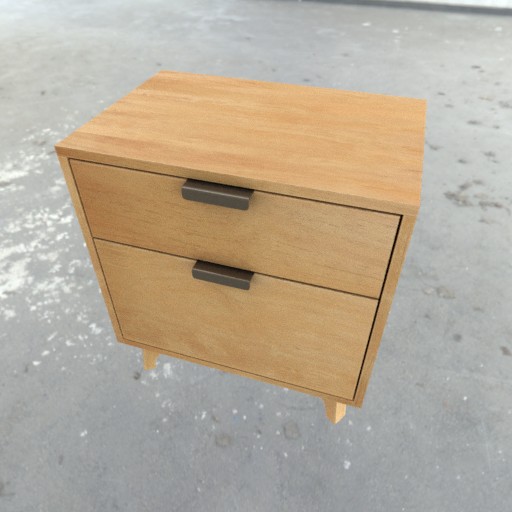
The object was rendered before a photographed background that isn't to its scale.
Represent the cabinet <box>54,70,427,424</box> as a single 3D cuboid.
[{"bbox_3d":[0.000,0.000,0.952,0.551,0.599,0.394,12,42,13],"label":"cabinet"}]
